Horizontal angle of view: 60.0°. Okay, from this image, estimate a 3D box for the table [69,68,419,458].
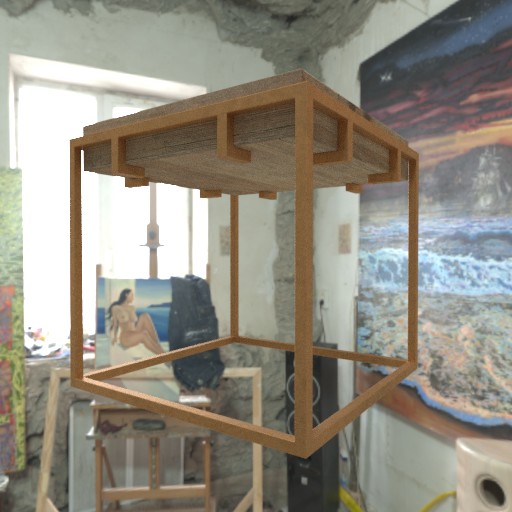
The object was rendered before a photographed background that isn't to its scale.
[{"bbox_3d":[0.000,0.000,1.065,0.599,0.584,0.599,1,1,35],"label":"table"}]
